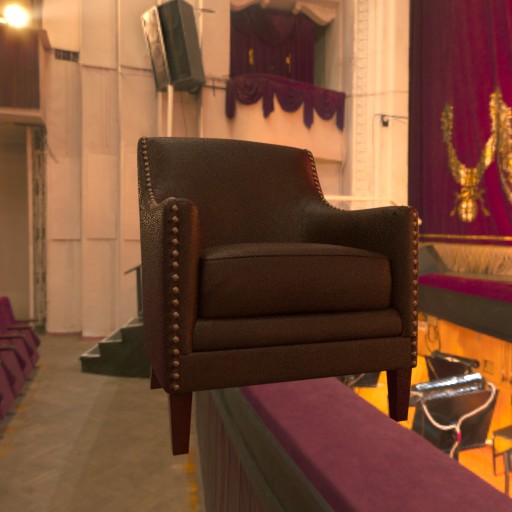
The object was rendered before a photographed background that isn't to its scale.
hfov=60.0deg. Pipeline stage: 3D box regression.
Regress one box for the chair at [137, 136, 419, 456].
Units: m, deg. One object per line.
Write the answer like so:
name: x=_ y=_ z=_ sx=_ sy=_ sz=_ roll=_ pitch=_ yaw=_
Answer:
chair: x=0.000 y=0.000 z=1.308 sx=0.639 sy=0.813 sz=0.704 roll=0 pitch=1 yaw=-19
